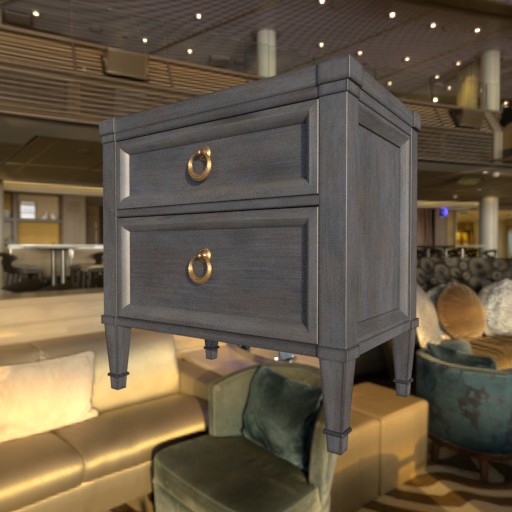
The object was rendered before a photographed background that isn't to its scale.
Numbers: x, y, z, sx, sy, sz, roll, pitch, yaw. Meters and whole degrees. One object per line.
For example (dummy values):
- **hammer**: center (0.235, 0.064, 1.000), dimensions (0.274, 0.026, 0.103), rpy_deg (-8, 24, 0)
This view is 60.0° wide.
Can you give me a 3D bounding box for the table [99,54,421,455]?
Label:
- **table**: center (0.000, 0.000, 1.072), dimensions (0.660, 0.660, 0.413), rpy_deg (1, 1, 35)
